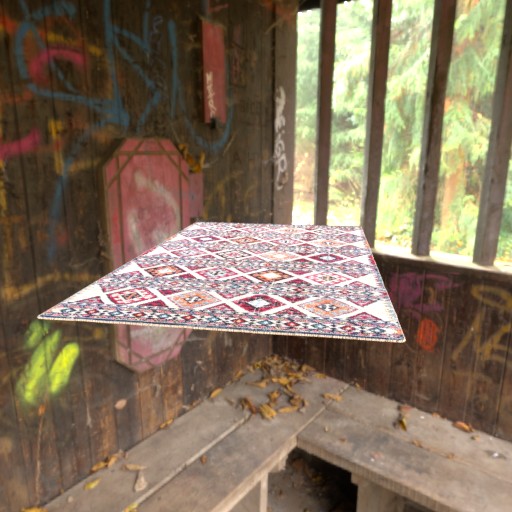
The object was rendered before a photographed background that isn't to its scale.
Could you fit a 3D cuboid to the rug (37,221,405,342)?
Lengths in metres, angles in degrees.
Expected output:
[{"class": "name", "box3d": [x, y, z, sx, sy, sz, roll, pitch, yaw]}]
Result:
[{"class": "rug", "box3d": [0.000, 0.000, 2.958, 1.545, 0.010, 2.440, 2, 14, 9]}]
